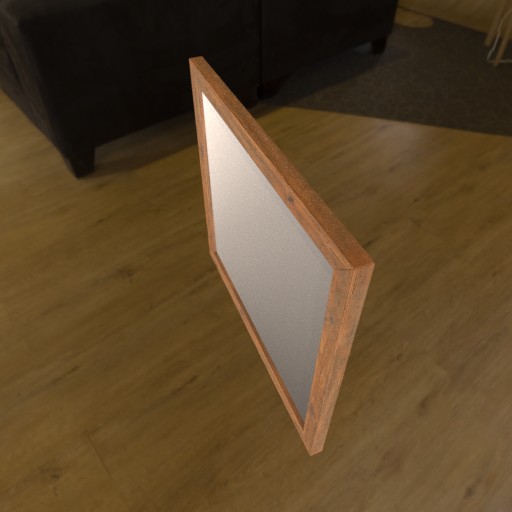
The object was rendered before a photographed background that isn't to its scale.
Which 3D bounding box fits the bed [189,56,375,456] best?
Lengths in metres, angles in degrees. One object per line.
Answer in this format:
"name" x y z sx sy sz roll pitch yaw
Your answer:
"bed" 0.000 0.000 1.505 0.046 0.942 1.046 -17 48 -16
